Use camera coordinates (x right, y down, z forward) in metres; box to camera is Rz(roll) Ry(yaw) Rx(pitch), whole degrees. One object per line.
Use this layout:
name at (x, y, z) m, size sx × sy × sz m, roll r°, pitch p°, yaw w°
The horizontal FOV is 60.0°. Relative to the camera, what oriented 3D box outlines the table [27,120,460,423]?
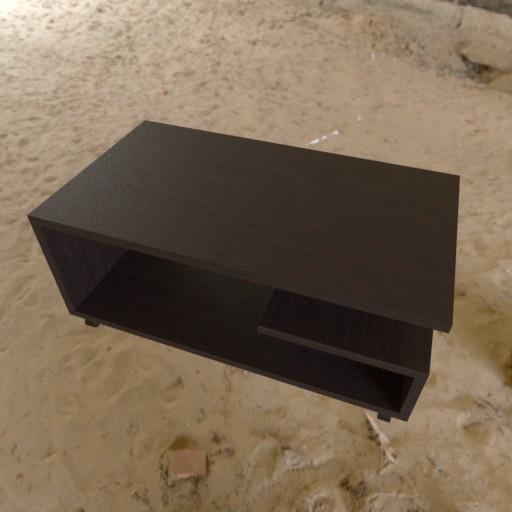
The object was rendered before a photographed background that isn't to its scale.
table at (0.000, 0.000, 1.374) m, size 1.050 × 0.460 × 0.590 m, roll 14°, pitch 44°, yaw 15°
